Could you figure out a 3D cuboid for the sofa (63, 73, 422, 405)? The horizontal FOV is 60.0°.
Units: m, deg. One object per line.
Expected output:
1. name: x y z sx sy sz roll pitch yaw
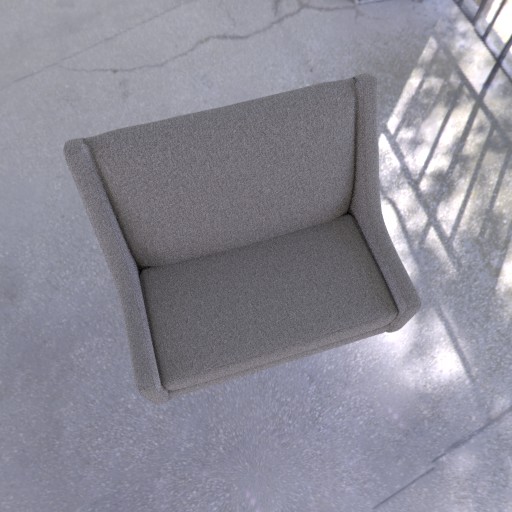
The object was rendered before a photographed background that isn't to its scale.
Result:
1. sofa: 0.000 0.000 1.946 1.242 1.026 0.862 -15 65 -7
